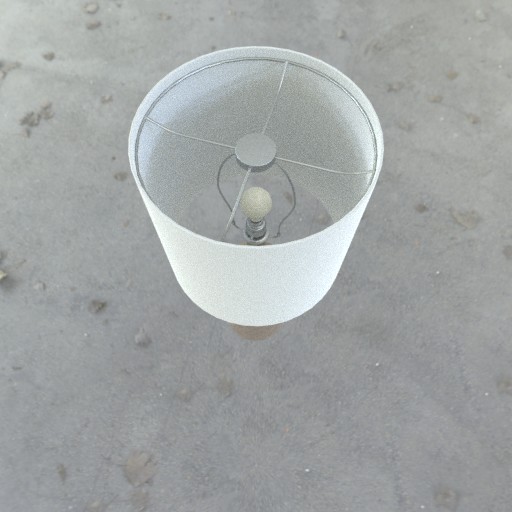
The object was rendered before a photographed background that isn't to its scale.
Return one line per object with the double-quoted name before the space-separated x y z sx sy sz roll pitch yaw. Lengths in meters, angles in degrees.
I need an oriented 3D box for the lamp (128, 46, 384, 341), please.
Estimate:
"lamp" 0.000 0.000 0.568 0.207 0.461 0.207 15 66 7
